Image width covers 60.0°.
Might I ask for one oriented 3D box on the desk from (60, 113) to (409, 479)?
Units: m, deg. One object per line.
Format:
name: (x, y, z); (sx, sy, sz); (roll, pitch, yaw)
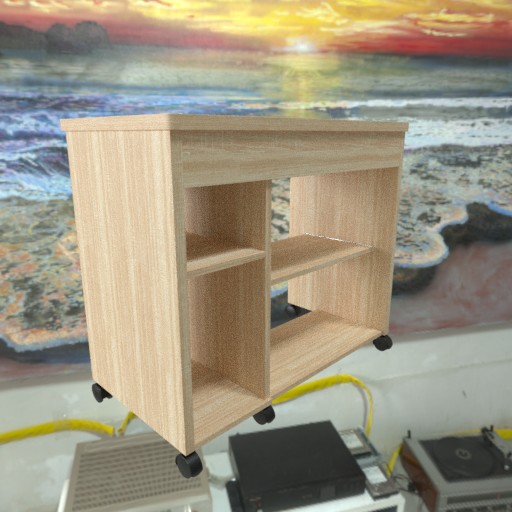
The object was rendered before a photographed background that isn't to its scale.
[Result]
desk: (0.000, 0.000, 1.321); (0.884, 0.770, 0.480); (-15, 21, -43)
